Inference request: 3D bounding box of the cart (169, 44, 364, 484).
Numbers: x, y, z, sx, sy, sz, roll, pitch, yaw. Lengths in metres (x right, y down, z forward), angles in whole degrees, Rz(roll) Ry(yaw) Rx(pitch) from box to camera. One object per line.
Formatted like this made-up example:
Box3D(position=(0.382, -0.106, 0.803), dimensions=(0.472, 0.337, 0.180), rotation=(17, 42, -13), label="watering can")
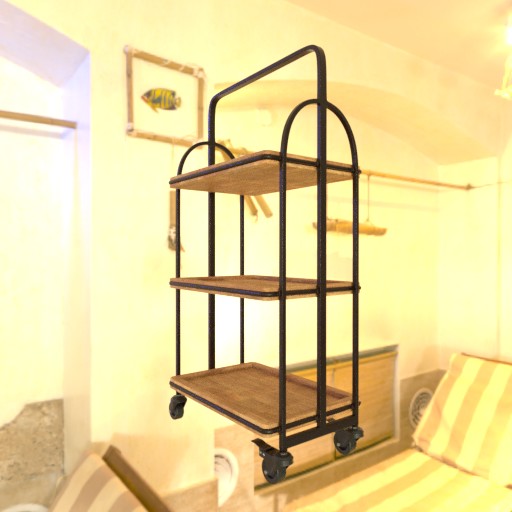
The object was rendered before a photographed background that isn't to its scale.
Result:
Box3D(position=(0.000, 0.000, 1.230), dimensions=(0.327, 1.001, 0.553), rotation=(0, 1, -37), label="cart")
